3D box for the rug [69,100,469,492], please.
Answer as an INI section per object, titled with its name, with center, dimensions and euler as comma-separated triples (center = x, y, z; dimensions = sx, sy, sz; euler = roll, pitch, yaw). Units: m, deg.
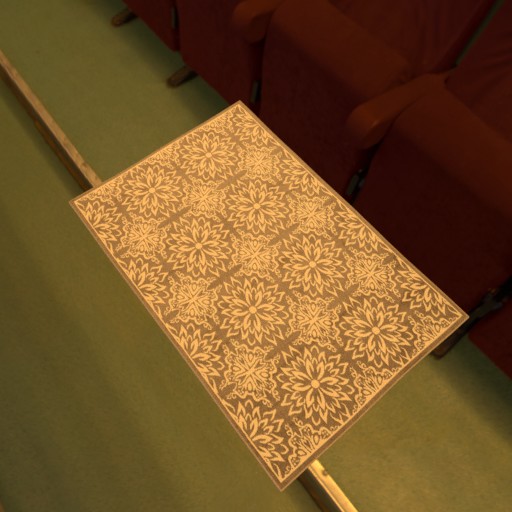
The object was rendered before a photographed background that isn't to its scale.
[rug]
center = 0.000, 0.000, 2.337
dimensions = 1.224, 0.012, 1.847
euler = -36, 69, -16
